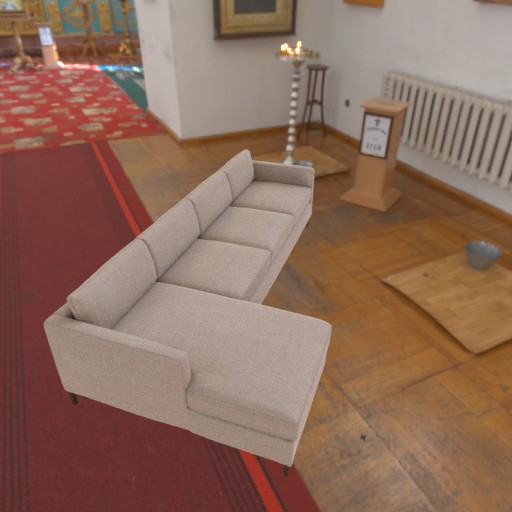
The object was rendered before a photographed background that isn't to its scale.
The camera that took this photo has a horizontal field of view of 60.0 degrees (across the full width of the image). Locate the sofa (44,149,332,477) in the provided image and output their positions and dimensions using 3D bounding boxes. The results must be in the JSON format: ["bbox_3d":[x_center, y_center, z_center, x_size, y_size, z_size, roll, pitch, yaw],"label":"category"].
[{"bbox_3d":[0.000,0.000,3.471,1.469,0.816,2.923,10,33,17],"label":"sofa"}]
